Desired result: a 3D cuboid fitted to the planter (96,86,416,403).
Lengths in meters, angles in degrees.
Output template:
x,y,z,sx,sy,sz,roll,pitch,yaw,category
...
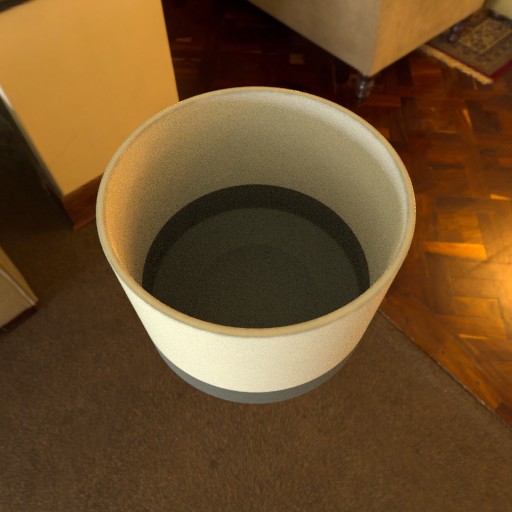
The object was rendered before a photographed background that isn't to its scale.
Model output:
x,y,z,sx,sy,sz,roll,pitch,yaw,category
0.000,0.000,0.225,0.128,0.105,0.128,0,58,0,planter
